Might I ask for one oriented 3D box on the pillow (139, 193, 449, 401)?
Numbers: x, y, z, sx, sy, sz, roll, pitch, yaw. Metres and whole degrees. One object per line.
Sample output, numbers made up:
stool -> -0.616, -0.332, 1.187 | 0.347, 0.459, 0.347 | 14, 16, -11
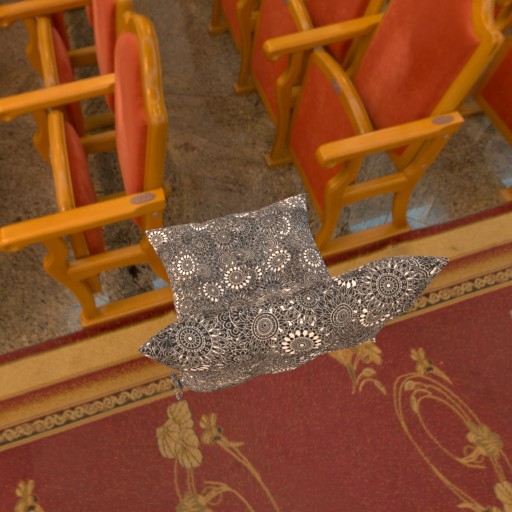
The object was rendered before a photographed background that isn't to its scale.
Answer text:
pillow -> 0.000, 0.000, 1.017 | 0.541, 0.536, 0.585 | -15, 61, -8
